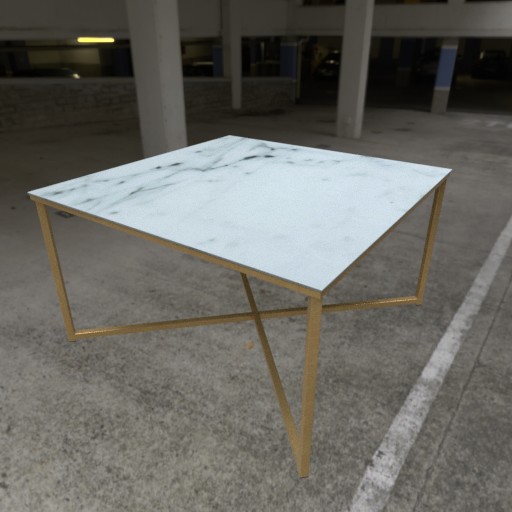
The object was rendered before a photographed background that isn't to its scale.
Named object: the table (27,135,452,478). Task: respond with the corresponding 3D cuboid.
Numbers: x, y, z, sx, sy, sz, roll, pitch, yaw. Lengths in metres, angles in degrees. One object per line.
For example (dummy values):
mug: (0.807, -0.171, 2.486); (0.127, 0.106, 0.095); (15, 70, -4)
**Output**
table: (0.000, 0.000, 1.269); (0.800, 0.450, 0.800); (18, 32, 31)
